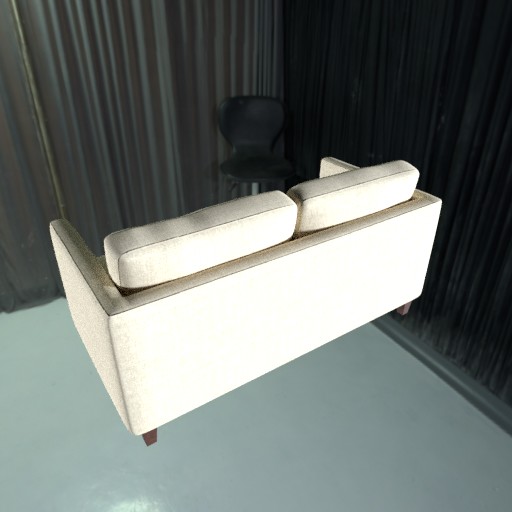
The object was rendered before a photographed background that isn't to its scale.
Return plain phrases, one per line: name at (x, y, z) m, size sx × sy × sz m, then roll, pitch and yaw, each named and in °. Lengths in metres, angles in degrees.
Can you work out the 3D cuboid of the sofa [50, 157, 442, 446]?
sofa at (0.000, 0.000, 2.440) m, size 1.884 × 0.963 × 0.950 m, roll -19°, pitch 35°, yaw -29°
